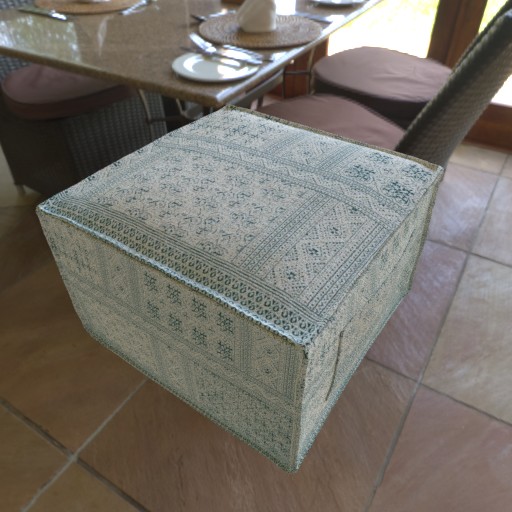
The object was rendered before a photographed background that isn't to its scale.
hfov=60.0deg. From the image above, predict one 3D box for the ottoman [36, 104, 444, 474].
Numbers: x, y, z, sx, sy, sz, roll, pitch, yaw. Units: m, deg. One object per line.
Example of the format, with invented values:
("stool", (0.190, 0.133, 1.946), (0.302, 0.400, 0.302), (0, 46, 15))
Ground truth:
("ottoman", (0.000, 0.000, 1.027), (0.626, 0.439, 0.617), (25, 47, 26))
